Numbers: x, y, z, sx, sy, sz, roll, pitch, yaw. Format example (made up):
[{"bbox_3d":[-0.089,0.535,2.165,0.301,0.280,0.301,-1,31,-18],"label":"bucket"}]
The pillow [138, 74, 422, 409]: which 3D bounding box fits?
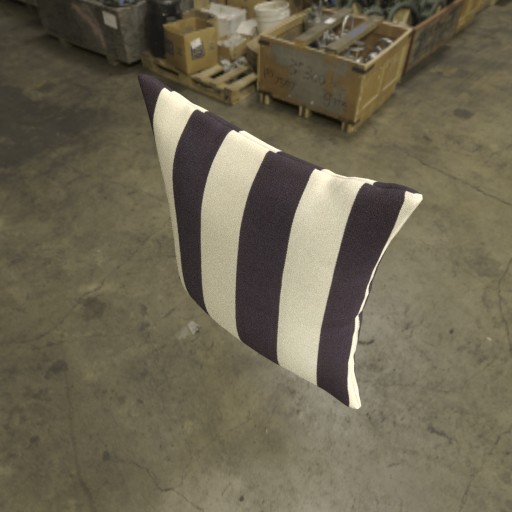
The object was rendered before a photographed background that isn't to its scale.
[{"bbox_3d":[0.000,0.000,0.815,0.536,0.526,0.189,31,53,27],"label":"pillow"}]
